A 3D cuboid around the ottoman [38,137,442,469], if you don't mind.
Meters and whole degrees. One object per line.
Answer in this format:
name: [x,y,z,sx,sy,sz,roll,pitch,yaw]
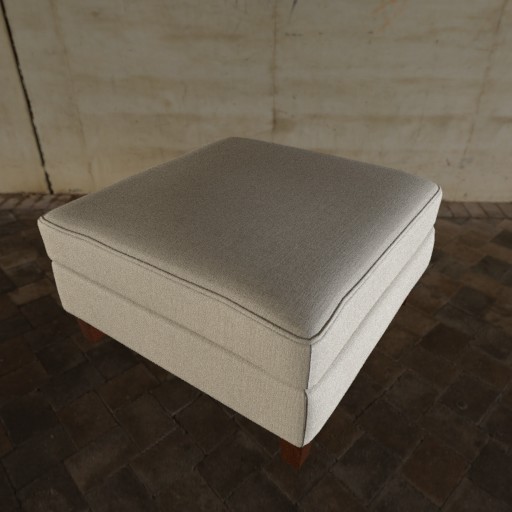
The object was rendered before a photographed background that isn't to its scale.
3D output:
ottoman: [0.000,0.000,1.323,0.838,0.478,0.838,20,38,29]
